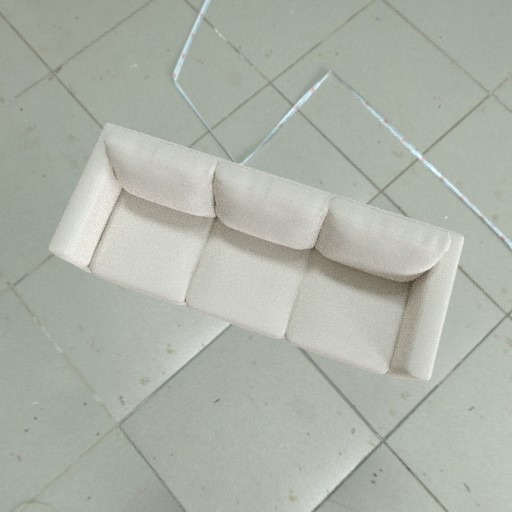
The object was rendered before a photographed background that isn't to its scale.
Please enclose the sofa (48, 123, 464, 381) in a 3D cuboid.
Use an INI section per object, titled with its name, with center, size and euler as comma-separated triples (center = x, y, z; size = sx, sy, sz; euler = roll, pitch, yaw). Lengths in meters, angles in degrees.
[sofa]
center = 0.000, 0.000, 2.516
size = 2.029, 0.912, 0.802
euler = 18, 77, 4
